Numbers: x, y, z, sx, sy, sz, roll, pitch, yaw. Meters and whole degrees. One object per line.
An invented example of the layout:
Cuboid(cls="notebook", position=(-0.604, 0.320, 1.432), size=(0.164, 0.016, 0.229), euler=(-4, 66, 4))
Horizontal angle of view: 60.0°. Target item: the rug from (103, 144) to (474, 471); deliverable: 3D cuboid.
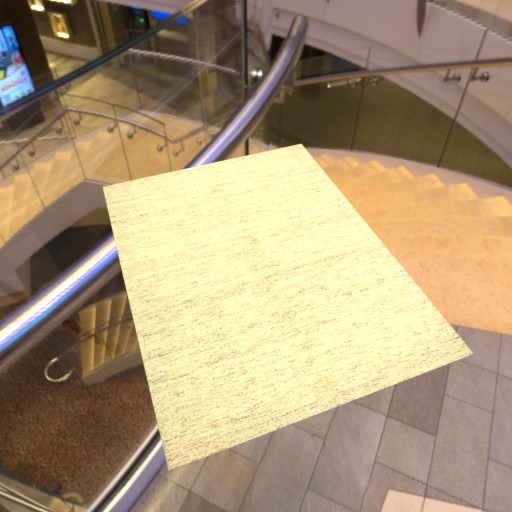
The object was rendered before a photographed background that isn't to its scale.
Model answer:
Cuboid(cls="rug", position=(0.000, 0.000, 4.206), size=(2.437, 0.014, 3.201), euler=(-15, 48, -14))
